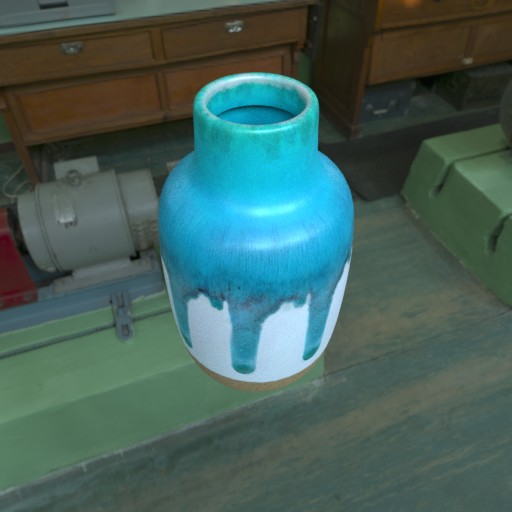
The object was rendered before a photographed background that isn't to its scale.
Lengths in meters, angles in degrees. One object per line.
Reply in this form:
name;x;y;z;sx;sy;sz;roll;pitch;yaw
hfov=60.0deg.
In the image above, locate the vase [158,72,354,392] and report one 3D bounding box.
vase;0.000;0.000;0.255;0.106;0.192;0.106;0;46;0
